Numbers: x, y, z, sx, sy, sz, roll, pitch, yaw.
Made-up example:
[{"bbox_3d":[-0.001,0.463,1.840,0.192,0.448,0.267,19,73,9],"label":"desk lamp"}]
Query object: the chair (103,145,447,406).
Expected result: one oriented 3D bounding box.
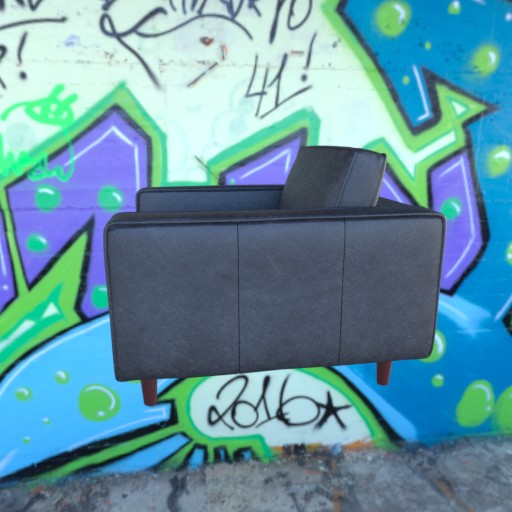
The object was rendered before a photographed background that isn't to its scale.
[{"bbox_3d":[0.000,0.000,1.578,0.914,0.763,0.889,-2,14,-9],"label":"chair"}]
